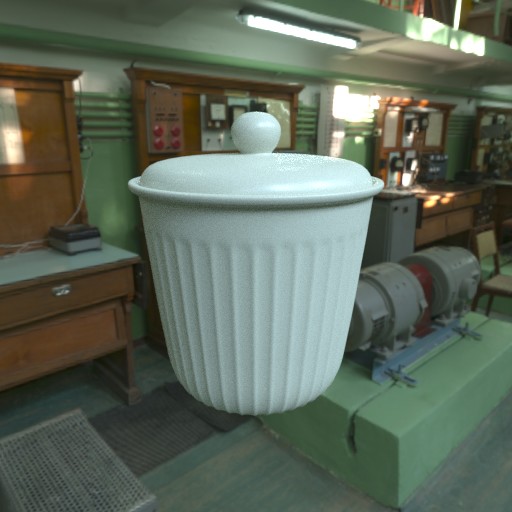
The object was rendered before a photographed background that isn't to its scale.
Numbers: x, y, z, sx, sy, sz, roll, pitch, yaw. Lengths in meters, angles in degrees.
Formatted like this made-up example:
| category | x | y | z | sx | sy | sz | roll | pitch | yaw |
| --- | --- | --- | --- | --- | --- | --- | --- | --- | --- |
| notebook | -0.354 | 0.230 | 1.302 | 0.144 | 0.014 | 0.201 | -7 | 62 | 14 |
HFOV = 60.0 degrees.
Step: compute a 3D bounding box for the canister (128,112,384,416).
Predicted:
| category | x | y | z | sx | sy | sz | roll | pitch | yaw |
| --- | --- | --- | --- | --- | --- | --- | --- | --- | --- |
| canister | 0.000 | 0.000 | 0.340 | 0.181 | 0.211 | 0.181 | 0 | 16 | 0 |
